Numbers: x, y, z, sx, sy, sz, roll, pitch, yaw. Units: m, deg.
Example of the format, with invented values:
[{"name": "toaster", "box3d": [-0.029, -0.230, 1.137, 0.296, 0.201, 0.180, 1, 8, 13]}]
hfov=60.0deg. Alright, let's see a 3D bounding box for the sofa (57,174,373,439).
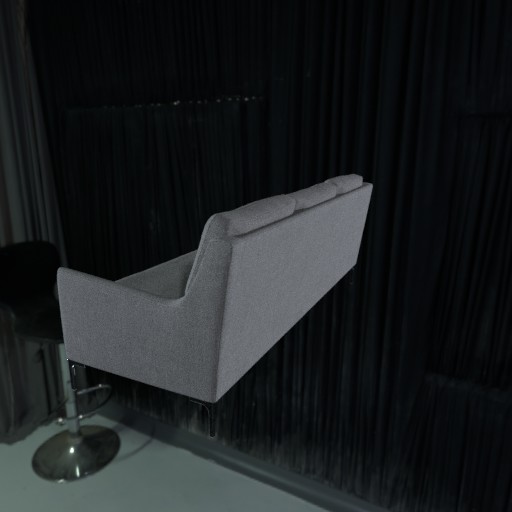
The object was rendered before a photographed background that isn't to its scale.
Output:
[{"name": "sofa", "box3d": [0.000, 0.000, 2.542, 0.849, 0.837, 2.060, 7, 17, 26]}]
